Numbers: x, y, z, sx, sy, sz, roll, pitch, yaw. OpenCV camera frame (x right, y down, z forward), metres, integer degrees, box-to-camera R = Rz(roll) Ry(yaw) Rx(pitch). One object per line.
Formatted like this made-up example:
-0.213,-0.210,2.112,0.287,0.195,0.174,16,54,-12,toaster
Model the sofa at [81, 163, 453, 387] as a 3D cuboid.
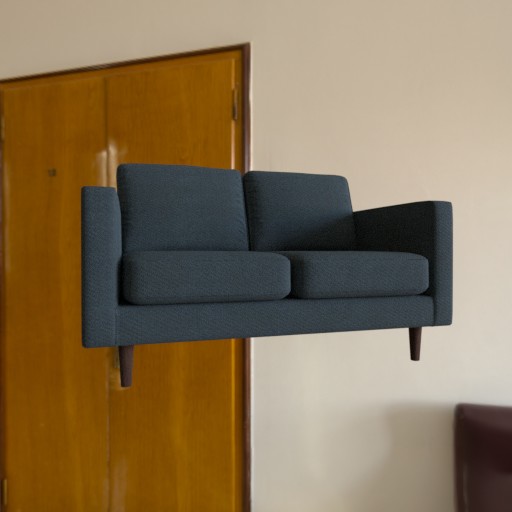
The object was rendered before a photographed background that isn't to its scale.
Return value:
0.000,0.000,2.135,1.518,0.930,0.999,0,1,-18,sofa
